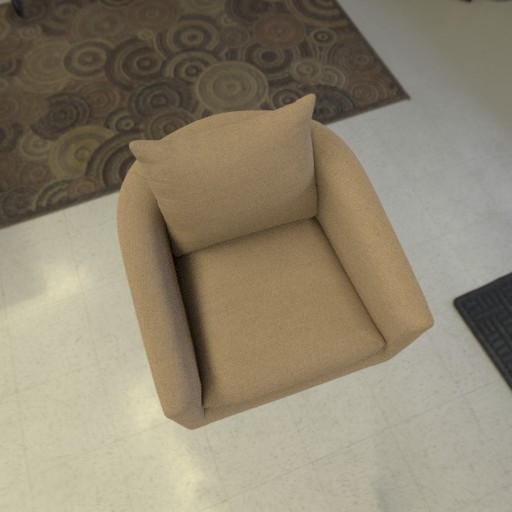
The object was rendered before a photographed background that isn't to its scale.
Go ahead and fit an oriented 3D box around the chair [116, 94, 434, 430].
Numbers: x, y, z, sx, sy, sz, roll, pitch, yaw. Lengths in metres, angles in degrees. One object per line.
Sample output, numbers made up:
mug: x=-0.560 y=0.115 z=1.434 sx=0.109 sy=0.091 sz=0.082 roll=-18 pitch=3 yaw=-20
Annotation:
chair: x=0.000 y=0.000 z=1.572 sx=0.845 sy=0.848 sz=0.910 roll=-17 pitch=65 yaw=-8
